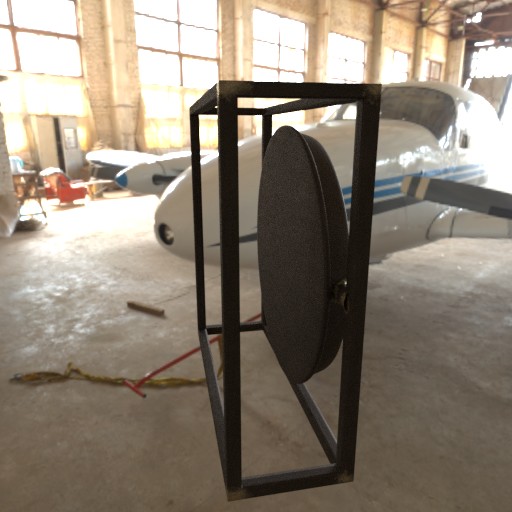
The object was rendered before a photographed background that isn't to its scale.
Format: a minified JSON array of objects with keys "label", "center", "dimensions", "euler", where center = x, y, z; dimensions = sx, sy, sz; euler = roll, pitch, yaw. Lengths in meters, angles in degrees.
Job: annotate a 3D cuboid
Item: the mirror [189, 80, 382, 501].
[{"label":"mirror","center":[0.000,0.000,0.454],"dimensions":[0.107,0.303,0.306],"euler":[-3,16,-11]}]
